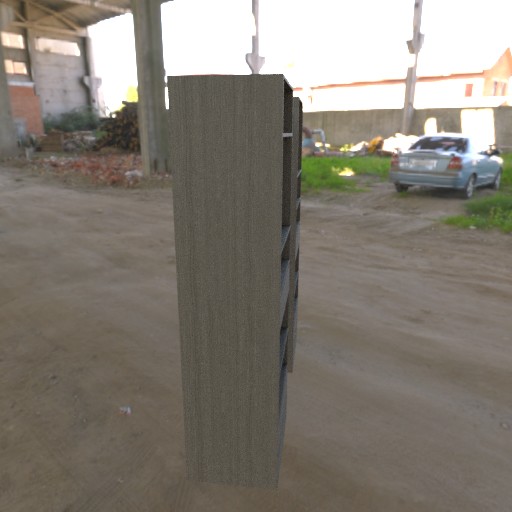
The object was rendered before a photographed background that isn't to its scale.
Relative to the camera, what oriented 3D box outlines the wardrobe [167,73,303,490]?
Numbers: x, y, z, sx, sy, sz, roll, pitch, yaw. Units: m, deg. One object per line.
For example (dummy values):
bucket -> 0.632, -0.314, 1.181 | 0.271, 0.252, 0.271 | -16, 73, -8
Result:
wardrobe -> 0.000, 0.000, 2.891 | 0.480, 2.000, 1.770 | 2, 16, 8
